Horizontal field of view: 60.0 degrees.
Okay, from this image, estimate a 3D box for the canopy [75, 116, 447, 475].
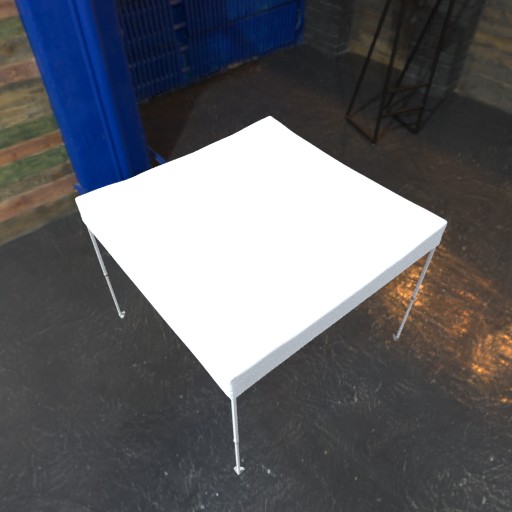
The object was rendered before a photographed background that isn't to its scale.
[{"bbox_3d":[0.000,0.000,5.507,2.996,2.997,2.998,-31,53,-26],"label":"canopy"}]
